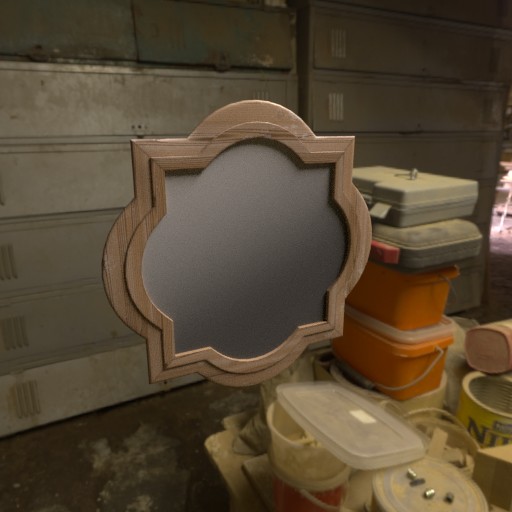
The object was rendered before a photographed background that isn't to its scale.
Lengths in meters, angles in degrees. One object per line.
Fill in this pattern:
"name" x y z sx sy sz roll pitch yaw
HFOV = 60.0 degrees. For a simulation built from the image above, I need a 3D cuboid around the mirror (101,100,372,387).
"mirror" 0.000 0.000 1.059 0.686 0.686 0.019 -8 18 -25
